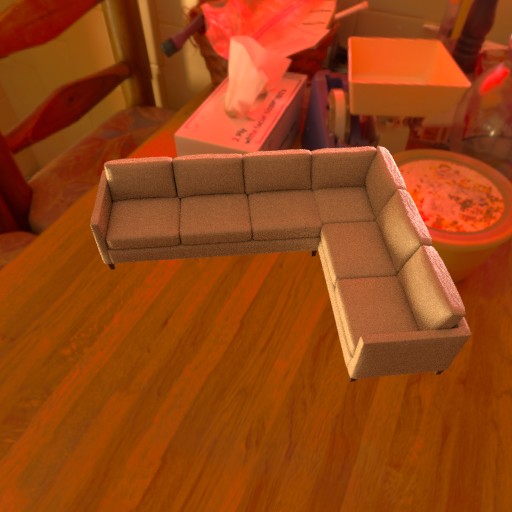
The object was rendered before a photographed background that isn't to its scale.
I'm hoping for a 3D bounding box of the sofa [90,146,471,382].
[{"bbox_3d":[0.000,0.000,4.484,3.333,0.934,2.522,-4,48,-3],"label":"sofa"}]
